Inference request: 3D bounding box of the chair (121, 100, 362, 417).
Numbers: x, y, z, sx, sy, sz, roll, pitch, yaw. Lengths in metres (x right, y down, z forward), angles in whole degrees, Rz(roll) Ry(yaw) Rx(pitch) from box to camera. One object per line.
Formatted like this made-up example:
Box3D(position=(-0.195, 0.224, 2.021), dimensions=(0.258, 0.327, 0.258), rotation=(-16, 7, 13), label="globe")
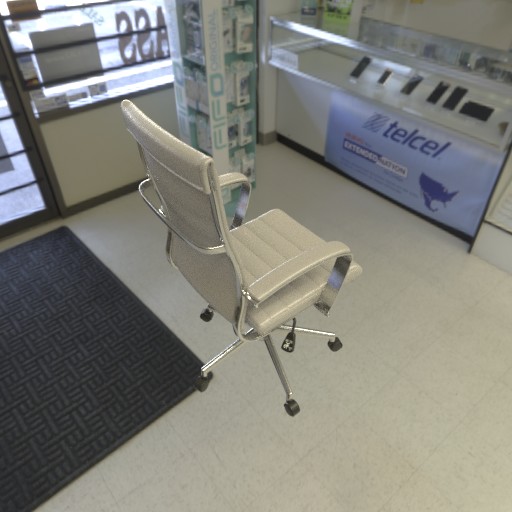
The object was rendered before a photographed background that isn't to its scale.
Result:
Box3D(position=(0.000, 0.000, 1.611), dimensions=(0.667, 1.149, 0.679), rotation=(-26, 47, -27), label="chair")
